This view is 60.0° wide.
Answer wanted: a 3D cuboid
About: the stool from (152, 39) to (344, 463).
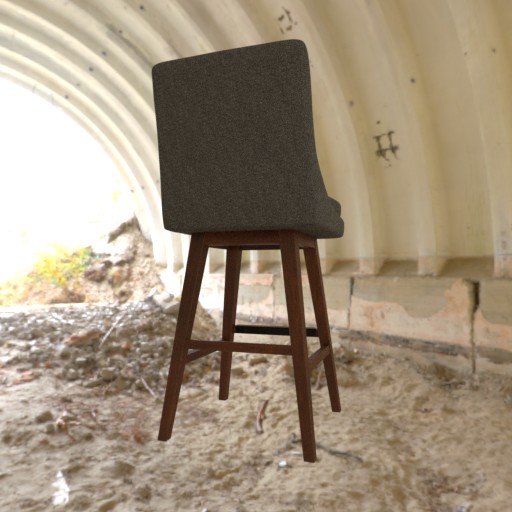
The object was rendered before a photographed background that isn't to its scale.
[{"bbox_3d":[0.000,0.000,1.396,0.489,1.068,0.572,-1,-2,19],"label":"stool"}]
